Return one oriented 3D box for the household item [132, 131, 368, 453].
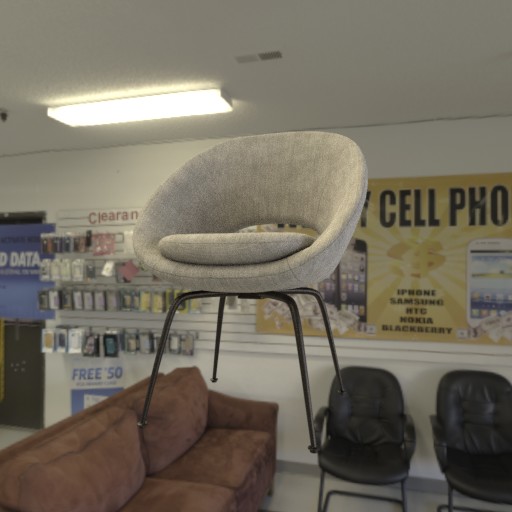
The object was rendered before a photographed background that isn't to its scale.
[{"bbox_3d":[0.000,0.000,1.306,0.643,0.869,0.587,0,0,19],"label":"household item"}]
